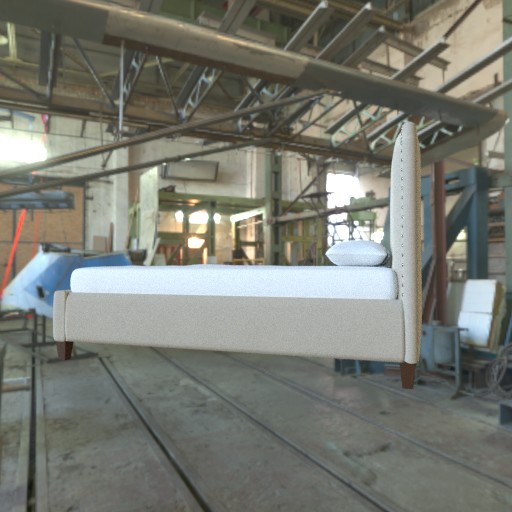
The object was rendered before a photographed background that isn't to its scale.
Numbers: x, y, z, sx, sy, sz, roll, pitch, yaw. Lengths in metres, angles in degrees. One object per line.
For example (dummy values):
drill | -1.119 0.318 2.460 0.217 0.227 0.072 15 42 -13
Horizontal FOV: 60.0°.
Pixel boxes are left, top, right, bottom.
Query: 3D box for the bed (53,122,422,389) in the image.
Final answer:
bed | 0.000 0.000 3.454 2.372 1.443 1.713 0 -1 18
